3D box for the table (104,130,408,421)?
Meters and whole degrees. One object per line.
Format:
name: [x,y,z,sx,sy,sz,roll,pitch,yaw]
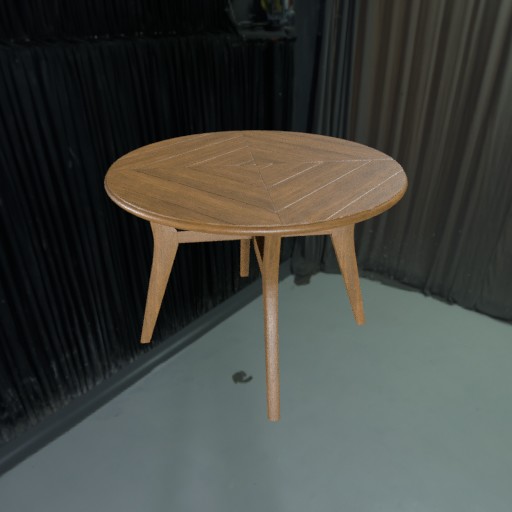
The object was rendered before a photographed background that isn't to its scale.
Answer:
table: [0.000,0.000,1.786,1.055,0.757,1.055,0,29,0]
